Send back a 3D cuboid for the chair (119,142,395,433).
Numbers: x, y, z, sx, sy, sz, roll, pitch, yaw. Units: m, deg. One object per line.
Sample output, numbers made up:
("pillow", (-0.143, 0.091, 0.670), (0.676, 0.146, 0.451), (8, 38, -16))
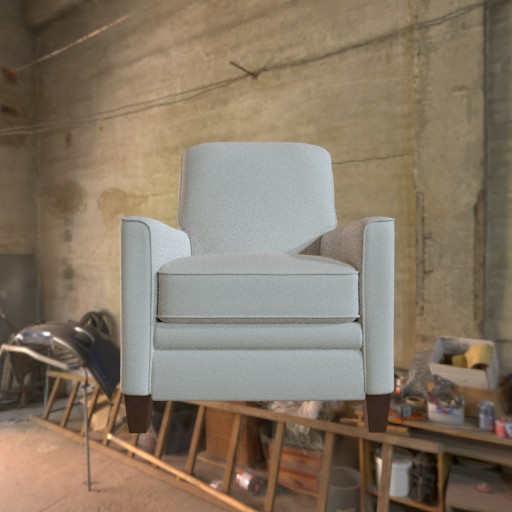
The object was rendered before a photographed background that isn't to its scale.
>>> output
("chair", (0.000, 0.000, 1.661), (0.841, 1.028, 0.858), (0, 0, -1))
